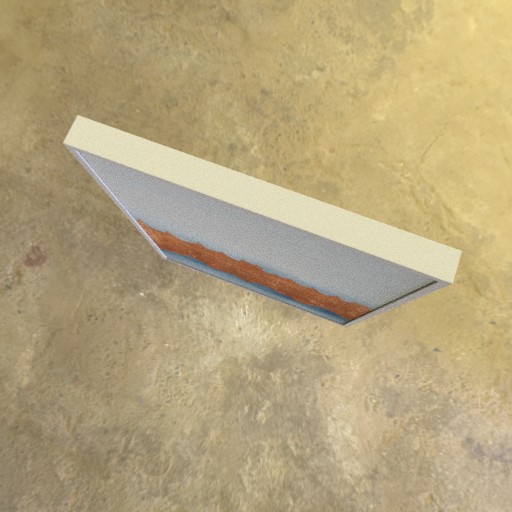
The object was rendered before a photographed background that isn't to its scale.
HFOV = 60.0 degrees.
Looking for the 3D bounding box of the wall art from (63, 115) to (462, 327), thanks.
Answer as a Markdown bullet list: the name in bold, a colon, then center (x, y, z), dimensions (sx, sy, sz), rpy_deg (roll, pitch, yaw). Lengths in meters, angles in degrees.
- **wall art**: center (0.000, 0.000, 0.752), dimensions (0.451, 0.553, 0.039), rpy_deg (20, 77, 5)
